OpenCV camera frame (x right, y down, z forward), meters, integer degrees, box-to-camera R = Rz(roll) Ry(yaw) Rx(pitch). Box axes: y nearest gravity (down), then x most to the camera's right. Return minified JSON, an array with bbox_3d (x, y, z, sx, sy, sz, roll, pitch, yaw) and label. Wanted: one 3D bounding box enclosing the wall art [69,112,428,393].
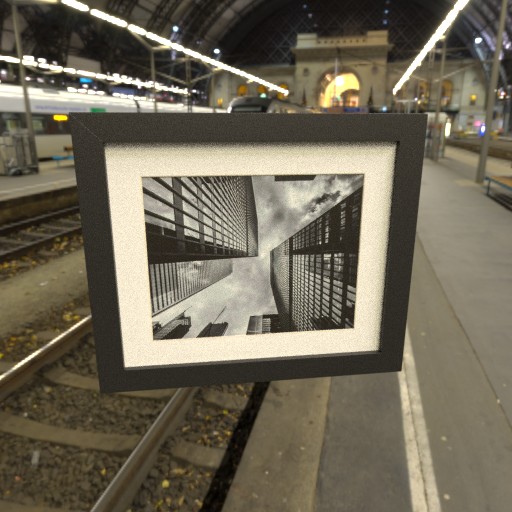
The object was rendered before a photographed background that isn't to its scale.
[{"bbox_3d":[0.000,0.000,0.524,0.381,0.321,0.028,-2,16,-7],"label":"wall art"}]
